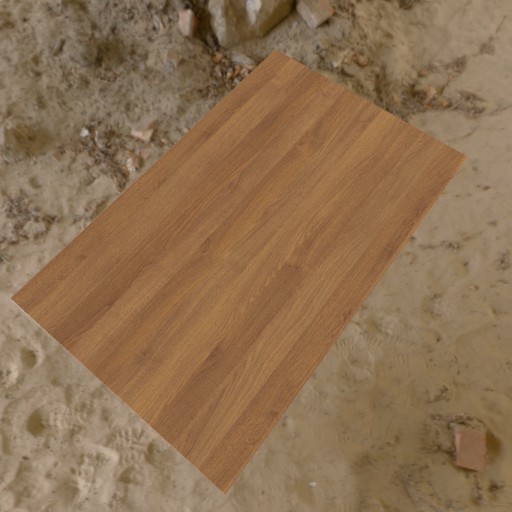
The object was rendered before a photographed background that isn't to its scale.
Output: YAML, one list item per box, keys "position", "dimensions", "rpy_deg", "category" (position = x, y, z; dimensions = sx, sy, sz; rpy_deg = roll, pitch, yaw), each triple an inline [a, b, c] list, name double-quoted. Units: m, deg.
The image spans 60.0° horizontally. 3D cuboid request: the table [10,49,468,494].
- position: [0.000, 0.000, 1.397]
  dimensions: [0.700, 0.442, 1.100]
  rpy_deg: [36, 71, 15]
  category: "table"
